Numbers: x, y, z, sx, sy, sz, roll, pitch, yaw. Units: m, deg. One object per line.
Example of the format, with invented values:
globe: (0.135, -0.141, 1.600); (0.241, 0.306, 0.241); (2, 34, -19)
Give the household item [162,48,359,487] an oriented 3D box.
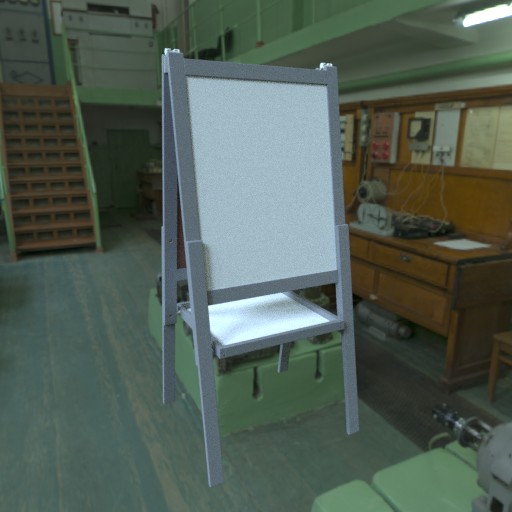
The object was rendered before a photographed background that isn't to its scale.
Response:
household item: (0.000, 0.000, 1.411); (0.531, 1.172, 0.469); (-8, 17, -27)
